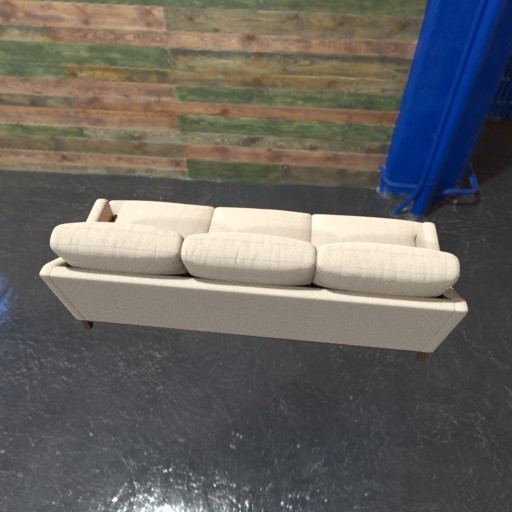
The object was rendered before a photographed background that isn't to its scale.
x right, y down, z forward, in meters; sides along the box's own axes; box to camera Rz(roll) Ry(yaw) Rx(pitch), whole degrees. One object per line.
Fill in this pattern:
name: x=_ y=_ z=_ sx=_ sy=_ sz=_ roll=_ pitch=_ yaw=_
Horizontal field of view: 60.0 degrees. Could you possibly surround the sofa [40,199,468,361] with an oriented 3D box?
sofa: x=0.000 y=0.000 z=2.857 sx=2.321 sy=0.913 sz=1.000 roll=5 pitch=47 yaw=4
